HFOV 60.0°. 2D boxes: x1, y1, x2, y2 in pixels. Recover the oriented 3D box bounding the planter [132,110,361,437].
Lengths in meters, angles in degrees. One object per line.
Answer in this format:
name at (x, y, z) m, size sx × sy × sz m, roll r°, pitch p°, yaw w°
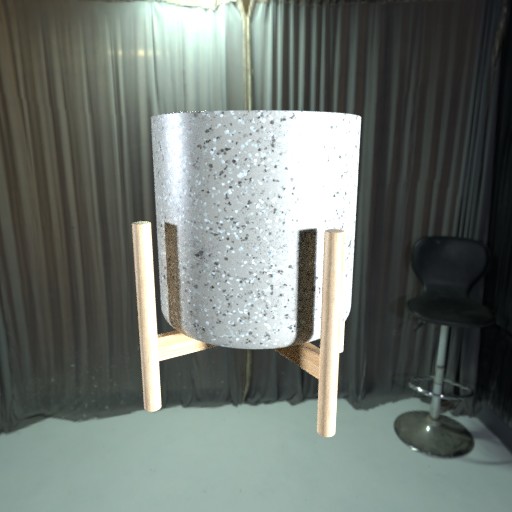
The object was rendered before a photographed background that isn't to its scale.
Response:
planter at (0.000, 0.000, 0.706) m, size 0.360 × 0.419 × 0.360 m, roll -2°, pitch 14°, yaw -9°
